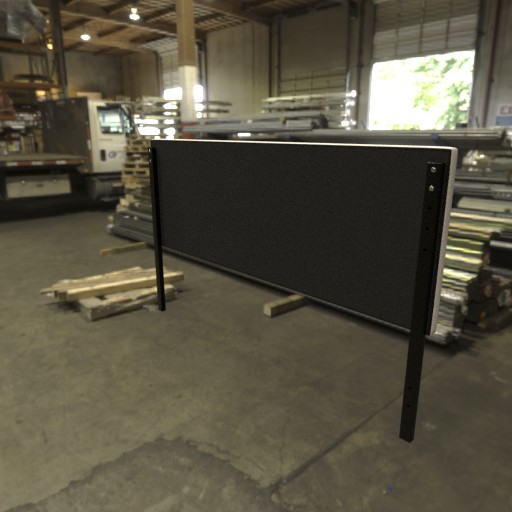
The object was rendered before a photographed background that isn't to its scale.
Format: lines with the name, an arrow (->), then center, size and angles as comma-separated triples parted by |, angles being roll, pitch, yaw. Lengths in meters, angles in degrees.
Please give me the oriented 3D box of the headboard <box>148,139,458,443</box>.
headboard -> 0.000, 0.000, 2.819 | 0.120, 1.410, 2.362 | -15, 21, -41
